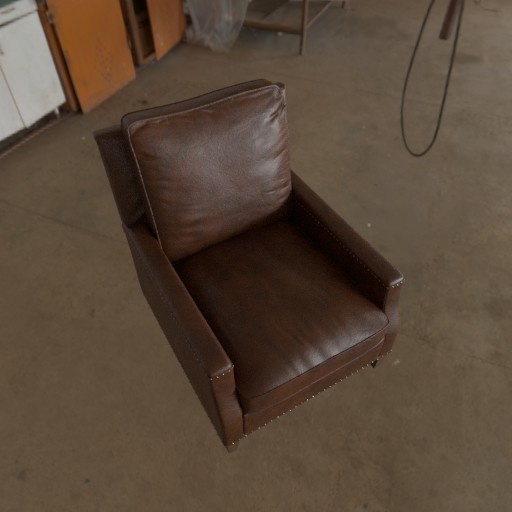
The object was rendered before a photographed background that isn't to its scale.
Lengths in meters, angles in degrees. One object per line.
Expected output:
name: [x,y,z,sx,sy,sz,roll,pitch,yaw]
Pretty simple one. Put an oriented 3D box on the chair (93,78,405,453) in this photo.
chair: [0.000,0.000,1.841,0.854,1.054,1.035,-23,50,-21]
